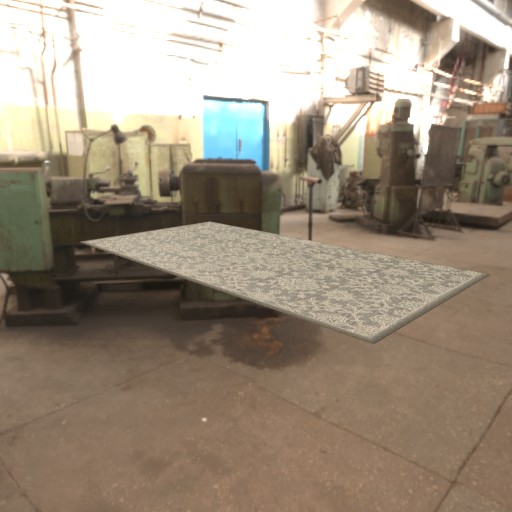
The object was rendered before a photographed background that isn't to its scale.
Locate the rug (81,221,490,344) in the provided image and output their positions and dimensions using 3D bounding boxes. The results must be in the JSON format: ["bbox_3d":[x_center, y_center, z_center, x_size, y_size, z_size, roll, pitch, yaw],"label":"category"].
[{"bbox_3d":[0.000,0.000,3.590,3.048,0.011,1.546,14,20,43],"label":"rug"}]
